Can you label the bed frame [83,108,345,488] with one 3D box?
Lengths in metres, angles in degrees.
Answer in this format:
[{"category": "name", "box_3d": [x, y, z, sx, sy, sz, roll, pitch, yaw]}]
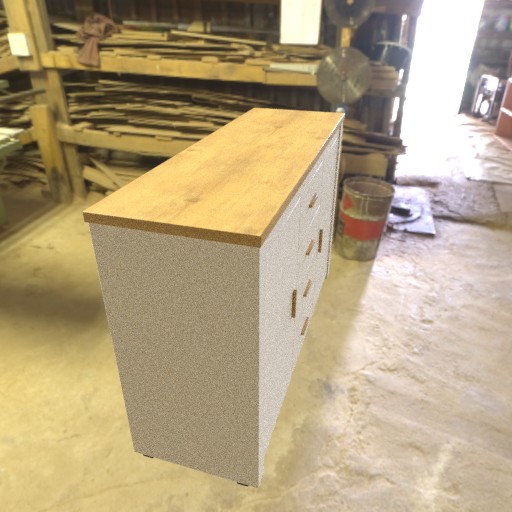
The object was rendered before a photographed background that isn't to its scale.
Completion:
[{"category": "bed frame", "box_3d": [0.000, 0.000, 1.710, 0.430, 0.850, 1.300, 9, 30, 15]}]
